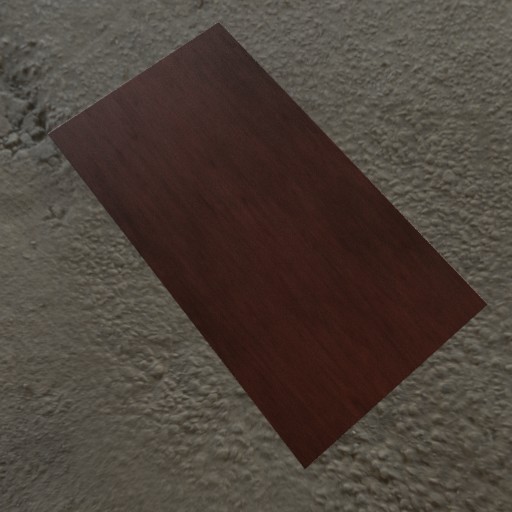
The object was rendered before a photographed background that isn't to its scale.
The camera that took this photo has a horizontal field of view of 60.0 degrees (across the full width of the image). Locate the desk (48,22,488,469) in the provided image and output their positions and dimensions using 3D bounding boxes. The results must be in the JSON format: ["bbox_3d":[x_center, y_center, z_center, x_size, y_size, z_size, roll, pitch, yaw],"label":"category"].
[{"bbox_3d":[0.000,0.000,1.431,0.549,0.762,1.001,-38,78,-10],"label":"desk"}]
